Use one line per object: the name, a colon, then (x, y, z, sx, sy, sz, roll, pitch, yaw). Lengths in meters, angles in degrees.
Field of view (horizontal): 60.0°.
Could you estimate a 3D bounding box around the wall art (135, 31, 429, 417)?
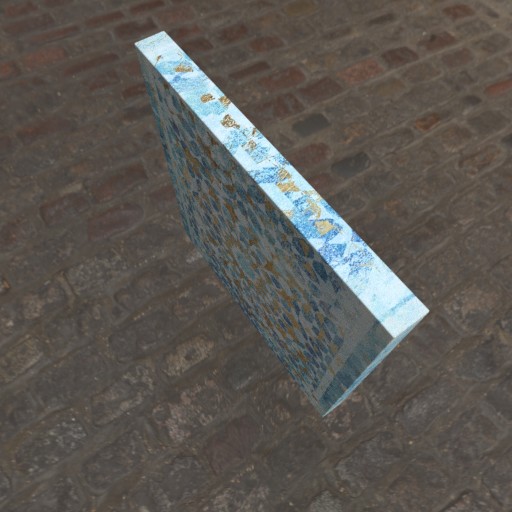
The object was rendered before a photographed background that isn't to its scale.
wall art: (0.000, 0.000, 0.588, 0.037, 0.405, 0.405, -32, 67, -16)
